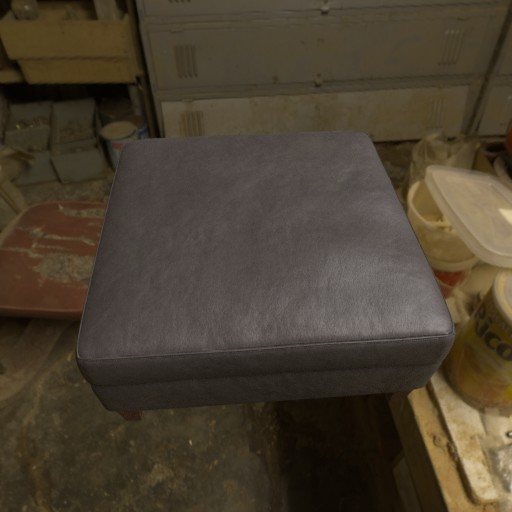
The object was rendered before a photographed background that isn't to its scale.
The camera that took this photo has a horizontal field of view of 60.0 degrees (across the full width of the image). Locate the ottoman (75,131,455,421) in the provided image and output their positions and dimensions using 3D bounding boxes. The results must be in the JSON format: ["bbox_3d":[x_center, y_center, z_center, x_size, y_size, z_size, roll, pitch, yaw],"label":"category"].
[{"bbox_3d":[0.000,0.000,1.306,0.836,0.415,0.844,-3,47,-3],"label":"ottoman"}]
